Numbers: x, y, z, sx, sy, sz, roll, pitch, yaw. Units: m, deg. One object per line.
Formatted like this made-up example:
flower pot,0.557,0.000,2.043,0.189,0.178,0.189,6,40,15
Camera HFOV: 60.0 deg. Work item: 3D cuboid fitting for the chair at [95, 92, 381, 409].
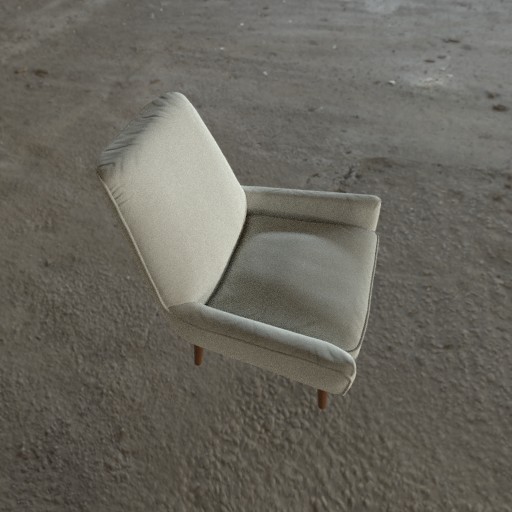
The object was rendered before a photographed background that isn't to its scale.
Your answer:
chair,0.000,0.000,1.537,0.822,0.888,0.787,12,48,11
